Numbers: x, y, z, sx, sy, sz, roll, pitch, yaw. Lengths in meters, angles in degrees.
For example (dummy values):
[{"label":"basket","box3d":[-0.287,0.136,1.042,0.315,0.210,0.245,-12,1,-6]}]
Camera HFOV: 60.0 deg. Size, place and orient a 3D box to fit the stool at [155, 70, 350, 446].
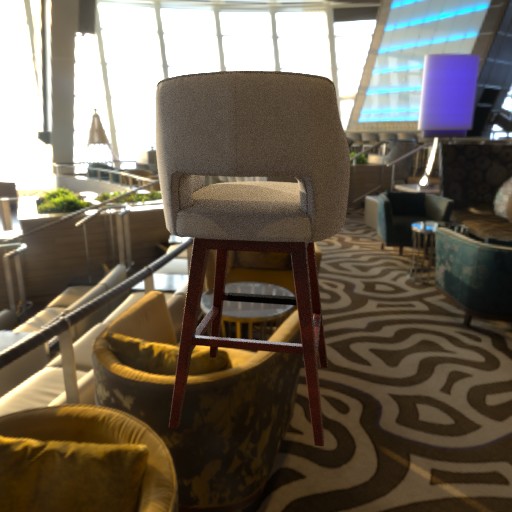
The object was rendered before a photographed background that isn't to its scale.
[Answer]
[{"label":"stool","box3d":[0.000,0.000,1.383,0.548,1.012,0.558,3,16,10]}]
